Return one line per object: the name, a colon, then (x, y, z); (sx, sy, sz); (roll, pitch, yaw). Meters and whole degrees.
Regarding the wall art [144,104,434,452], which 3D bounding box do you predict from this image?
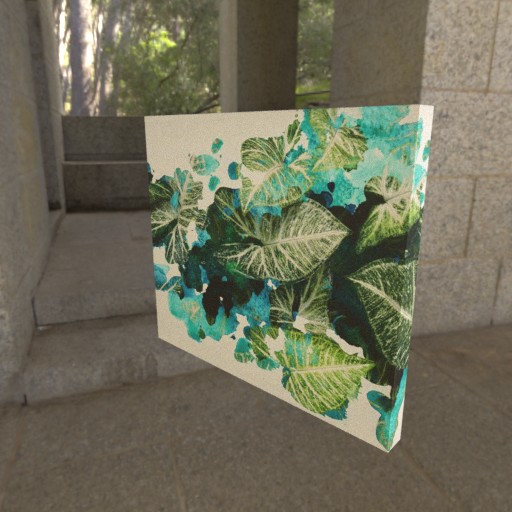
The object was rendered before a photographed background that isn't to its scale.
wall art: (0.000, 0.000, 0.704); (0.507, 0.435, 0.041); (14, 21, 41)
